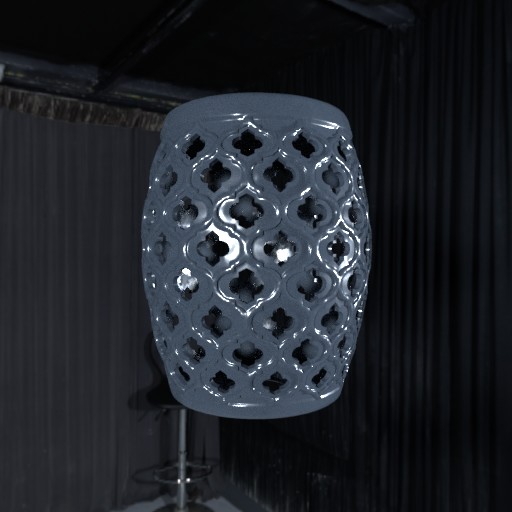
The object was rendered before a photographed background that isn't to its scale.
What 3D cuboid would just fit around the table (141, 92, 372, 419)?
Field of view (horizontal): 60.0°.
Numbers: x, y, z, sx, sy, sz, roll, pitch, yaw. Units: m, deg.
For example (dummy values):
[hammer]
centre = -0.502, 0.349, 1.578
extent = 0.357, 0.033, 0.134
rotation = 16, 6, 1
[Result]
[table]
centre = 0.000, 0.000, 0.646
extent = 0.325, 0.388, 0.325
rotation = 0, 1, 0
